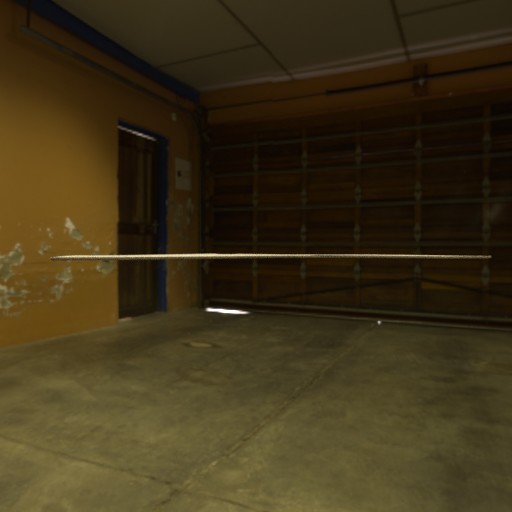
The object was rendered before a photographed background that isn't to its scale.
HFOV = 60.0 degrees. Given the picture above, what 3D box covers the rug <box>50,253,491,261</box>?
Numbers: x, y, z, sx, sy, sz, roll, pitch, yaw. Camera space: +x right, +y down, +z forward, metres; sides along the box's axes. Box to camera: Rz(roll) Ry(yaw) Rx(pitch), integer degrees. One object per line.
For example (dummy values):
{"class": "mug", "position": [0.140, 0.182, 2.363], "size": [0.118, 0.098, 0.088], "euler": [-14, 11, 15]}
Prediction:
{"class": "rug", "position": [0.000, 0.000, 2.946], "size": [2.342, 0.030, 1.609], "euler": [0, 0, -19]}
